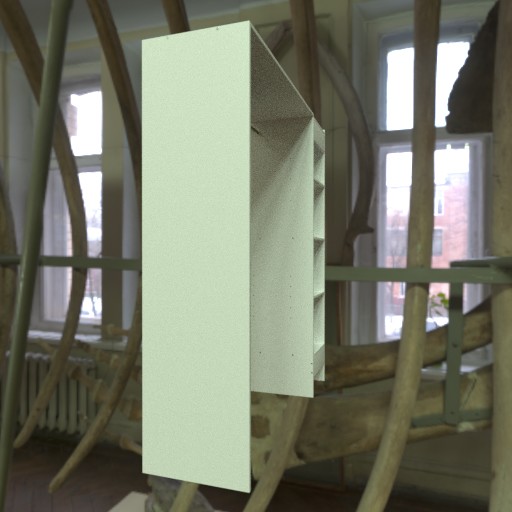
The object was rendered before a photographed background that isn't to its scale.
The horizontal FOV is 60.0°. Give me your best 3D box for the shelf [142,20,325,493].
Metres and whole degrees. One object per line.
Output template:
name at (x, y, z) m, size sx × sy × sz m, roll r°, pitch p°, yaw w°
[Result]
shelf at (0.000, 0.000, 2.533) m, size 0.500 × 1.810 × 1.600 m, roll 0°, pitch 0°, yaw 19°
